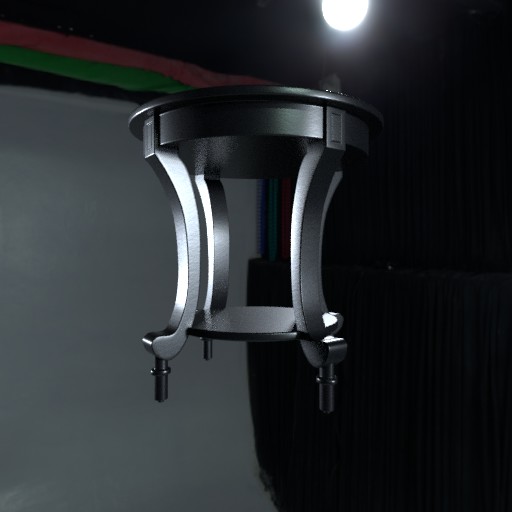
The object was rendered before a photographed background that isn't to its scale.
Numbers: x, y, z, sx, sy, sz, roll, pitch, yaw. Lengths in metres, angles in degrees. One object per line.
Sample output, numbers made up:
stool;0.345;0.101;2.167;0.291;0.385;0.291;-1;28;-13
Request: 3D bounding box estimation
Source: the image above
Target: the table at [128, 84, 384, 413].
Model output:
table;0.000;0.000;1.085;0.597;0.618;0.597;0;1;0
